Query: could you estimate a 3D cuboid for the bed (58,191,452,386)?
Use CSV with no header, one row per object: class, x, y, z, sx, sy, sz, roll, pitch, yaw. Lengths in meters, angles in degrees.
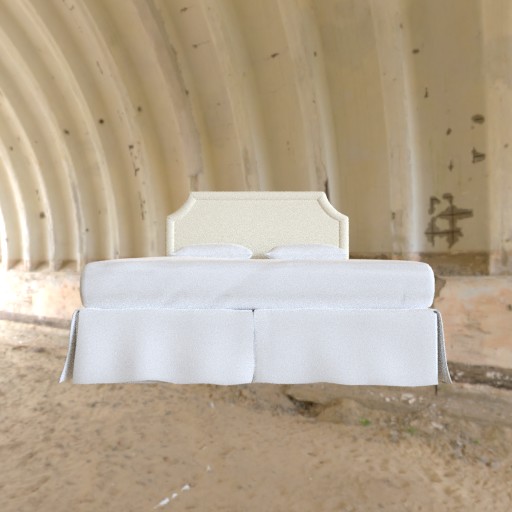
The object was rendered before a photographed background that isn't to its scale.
bed,0.000,0.000,3.984,2.350,1.590,2.773,0,-1,0
